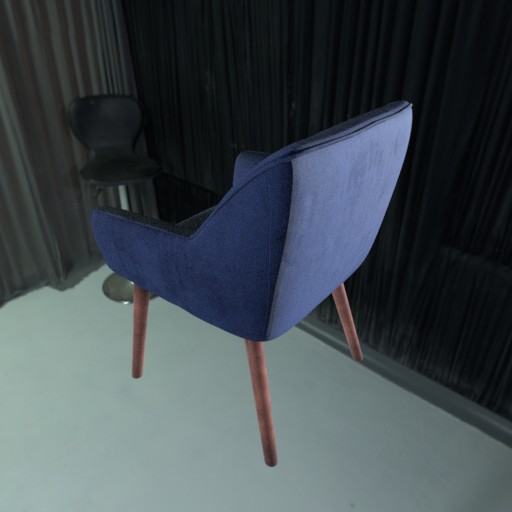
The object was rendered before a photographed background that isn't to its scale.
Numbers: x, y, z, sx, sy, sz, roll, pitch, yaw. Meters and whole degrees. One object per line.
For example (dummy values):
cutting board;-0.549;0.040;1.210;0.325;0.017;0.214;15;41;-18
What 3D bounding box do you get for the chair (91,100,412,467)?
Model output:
chair;0.000;0.000;1.203;0.600;0.820;0.600;22;37;32
